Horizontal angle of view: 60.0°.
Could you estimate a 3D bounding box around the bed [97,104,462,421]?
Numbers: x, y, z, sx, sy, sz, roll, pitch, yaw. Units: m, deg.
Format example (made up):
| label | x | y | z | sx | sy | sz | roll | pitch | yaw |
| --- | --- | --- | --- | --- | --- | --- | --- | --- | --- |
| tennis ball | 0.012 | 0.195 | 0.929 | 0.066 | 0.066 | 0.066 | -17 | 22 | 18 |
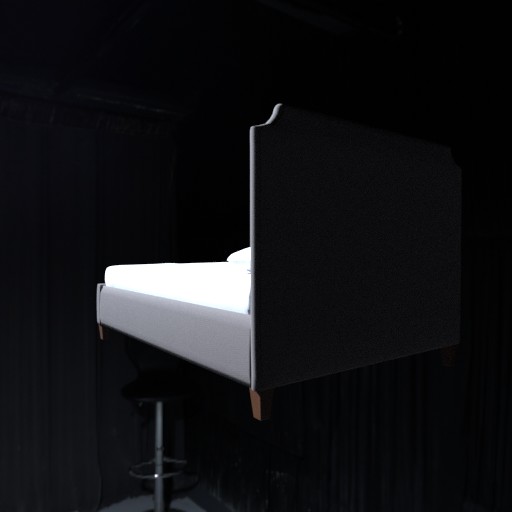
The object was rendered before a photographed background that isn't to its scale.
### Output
| label | x | y | z | sx | sy | sz | roll | pitch | yaw |
| --- | --- | --- | --- | --- | --- | --- | --- | --- | --- |
| bed | 0.000 | 0.000 | 3.374 | 1.713 | 1.443 | 2.372 | -1 | 1 | -37 |
